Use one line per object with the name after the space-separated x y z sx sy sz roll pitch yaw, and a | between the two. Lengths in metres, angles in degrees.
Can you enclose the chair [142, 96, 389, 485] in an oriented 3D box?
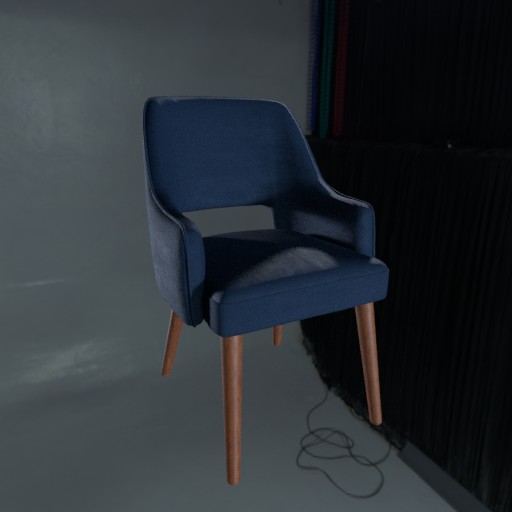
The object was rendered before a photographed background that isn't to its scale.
0.000 0.000 1.206 0.559 0.844 0.591 -9 19 -27 | chair
